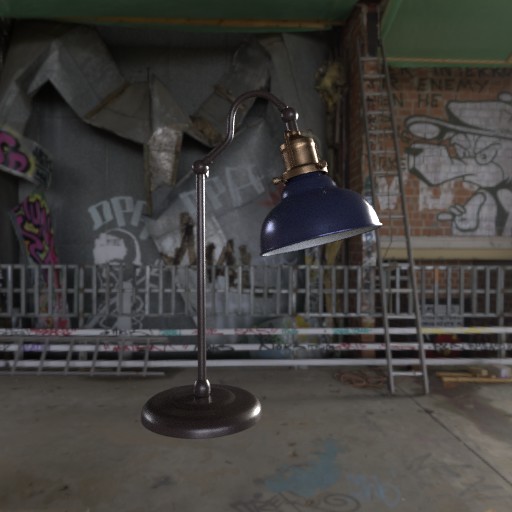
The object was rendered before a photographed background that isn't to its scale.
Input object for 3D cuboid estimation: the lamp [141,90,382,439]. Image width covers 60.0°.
[{"bbox_3d":[0.000,0.000,0.682,0.374,0.508,0.192,0,1,18],"label":"lamp"}]
